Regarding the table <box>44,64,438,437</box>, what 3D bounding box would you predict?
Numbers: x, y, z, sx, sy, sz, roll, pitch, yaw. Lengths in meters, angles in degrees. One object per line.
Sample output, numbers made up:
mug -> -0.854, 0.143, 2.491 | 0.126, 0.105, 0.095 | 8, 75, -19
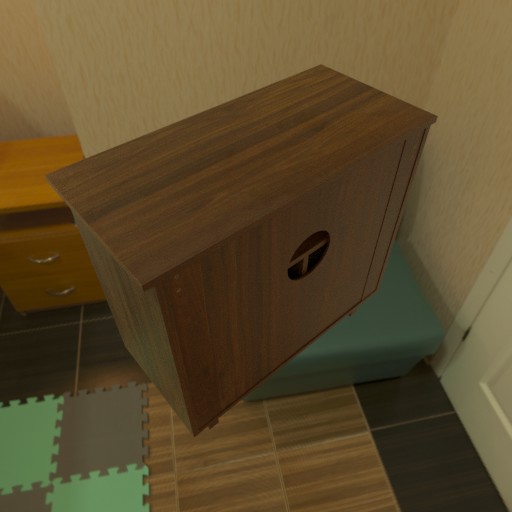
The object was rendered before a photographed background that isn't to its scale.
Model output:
table -> 0.000, 0.000, 1.235 | 0.802, 0.725, 0.390 | -32, 54, -27
